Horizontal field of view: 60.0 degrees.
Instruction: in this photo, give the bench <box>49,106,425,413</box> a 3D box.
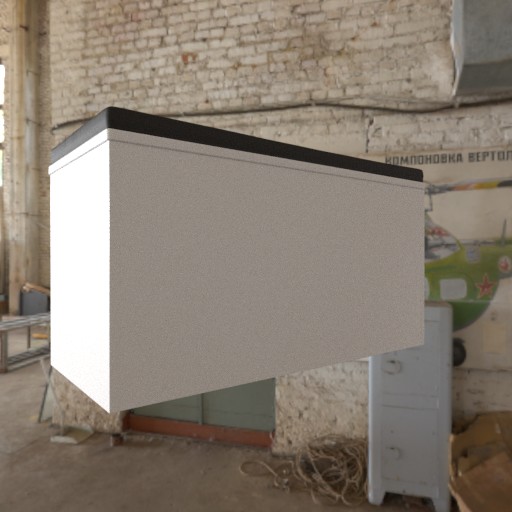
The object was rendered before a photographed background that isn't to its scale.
[{"bbox_3d":[0.000,0.000,1.135,0.899,0.500,0.401,0,0,-37],"label":"bench"}]
